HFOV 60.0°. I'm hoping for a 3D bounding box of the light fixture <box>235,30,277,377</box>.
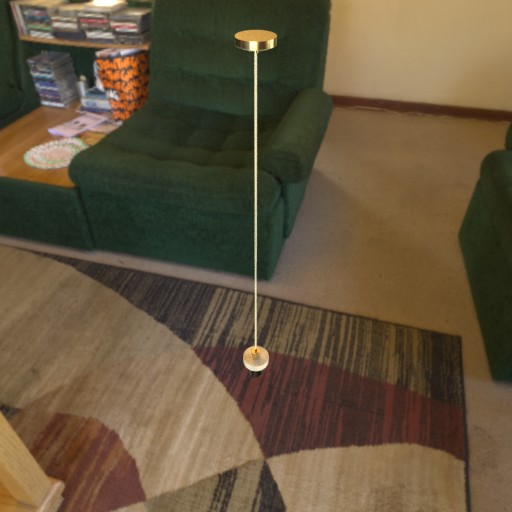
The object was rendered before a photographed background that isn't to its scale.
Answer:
[{"bbox_3d":[0.000,0.000,1.813,0.129,1.669,0.129,-2,41,-2],"label":"light fixture"}]
